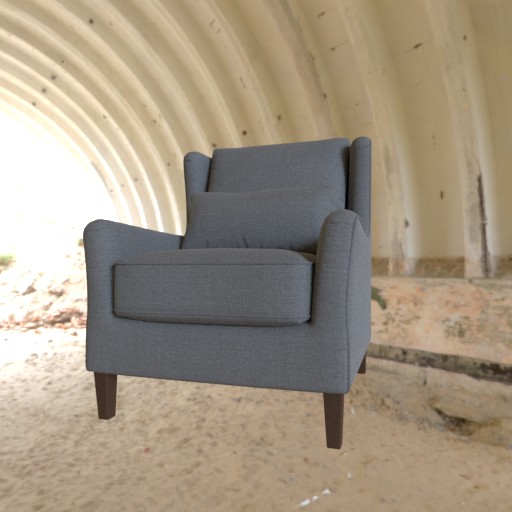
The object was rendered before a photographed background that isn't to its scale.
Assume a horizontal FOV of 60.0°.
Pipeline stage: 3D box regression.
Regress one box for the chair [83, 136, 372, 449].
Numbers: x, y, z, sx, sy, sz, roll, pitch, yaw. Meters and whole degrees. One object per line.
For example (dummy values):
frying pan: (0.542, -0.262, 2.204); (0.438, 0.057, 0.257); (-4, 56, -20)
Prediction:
chair: (0.000, 0.000, 1.733); (0.866, 1.056, 1.040); (0, -1, 18)
